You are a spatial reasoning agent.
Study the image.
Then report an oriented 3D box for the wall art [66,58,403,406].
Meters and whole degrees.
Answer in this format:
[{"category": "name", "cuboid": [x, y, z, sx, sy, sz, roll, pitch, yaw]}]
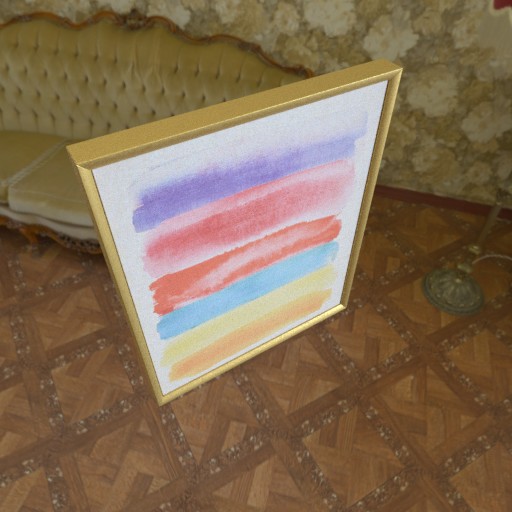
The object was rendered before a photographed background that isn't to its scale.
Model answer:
[{"category": "wall art", "cuboid": [0.000, 0.000, 0.875, 0.537, 0.642, 0.048, -23, 50, -21]}]
